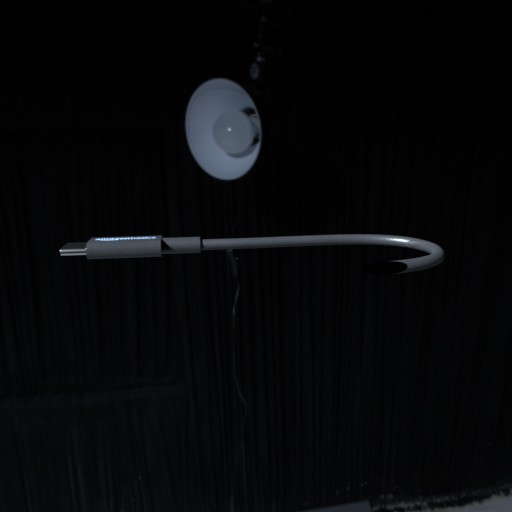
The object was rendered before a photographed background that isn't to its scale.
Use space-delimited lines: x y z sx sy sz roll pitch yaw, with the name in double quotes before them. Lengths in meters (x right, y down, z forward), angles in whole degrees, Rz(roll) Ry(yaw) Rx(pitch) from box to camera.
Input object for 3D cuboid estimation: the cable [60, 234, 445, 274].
"cable" 0.000 0.000 0.111 0.098 0.005 0.041 -2 14 -8
